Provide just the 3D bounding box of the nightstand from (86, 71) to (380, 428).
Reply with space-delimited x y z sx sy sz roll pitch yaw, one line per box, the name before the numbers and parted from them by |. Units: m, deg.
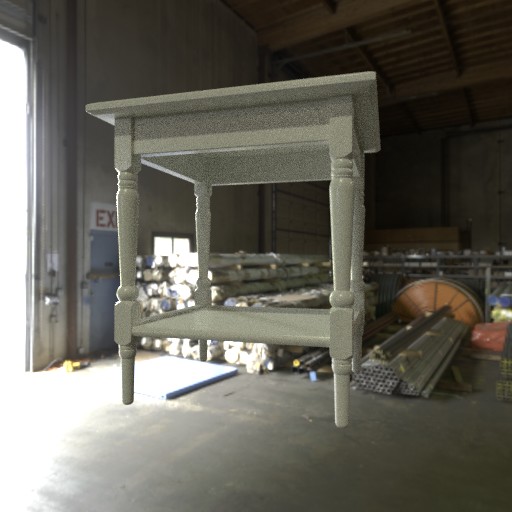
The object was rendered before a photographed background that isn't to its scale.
nightstand | 0.000 0.000 0.946 0.505 0.555 0.459 0 0 16
